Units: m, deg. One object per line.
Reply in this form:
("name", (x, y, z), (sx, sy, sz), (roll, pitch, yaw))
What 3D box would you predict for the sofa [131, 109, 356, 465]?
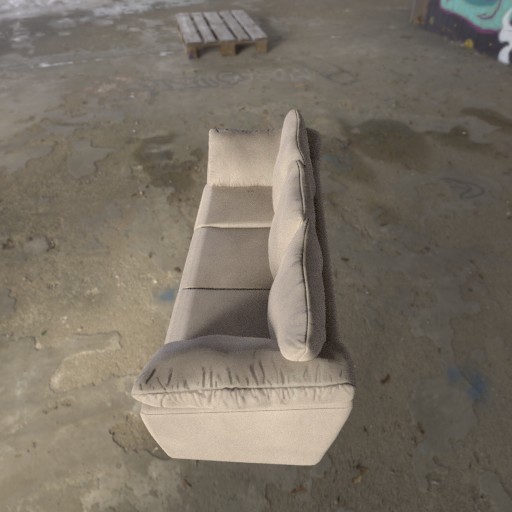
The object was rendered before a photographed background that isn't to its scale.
("sofa", (0.000, 0.000, 2.698), (0.878, 0.996, 2.334), (2, 40, 2))
